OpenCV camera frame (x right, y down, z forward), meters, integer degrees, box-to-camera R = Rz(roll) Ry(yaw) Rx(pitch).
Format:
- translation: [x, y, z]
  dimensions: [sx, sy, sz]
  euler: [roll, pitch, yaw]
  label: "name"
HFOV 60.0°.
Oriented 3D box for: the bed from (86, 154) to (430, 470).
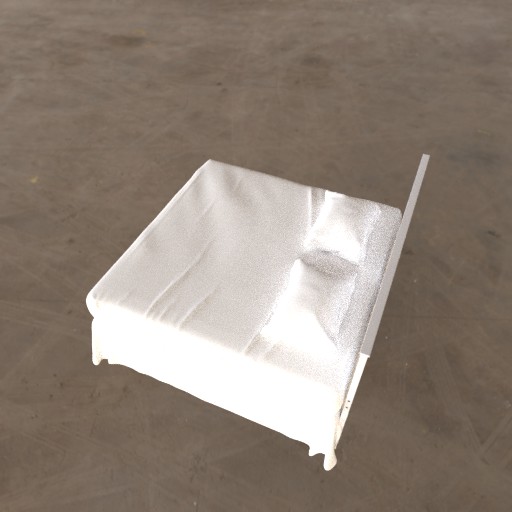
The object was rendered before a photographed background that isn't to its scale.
- translation: [0.000, 0.000, 3.661]
  dimensions: [2.215, 1.273, 2.317]
  euler: [18, 49, 16]
  label: "bed"
